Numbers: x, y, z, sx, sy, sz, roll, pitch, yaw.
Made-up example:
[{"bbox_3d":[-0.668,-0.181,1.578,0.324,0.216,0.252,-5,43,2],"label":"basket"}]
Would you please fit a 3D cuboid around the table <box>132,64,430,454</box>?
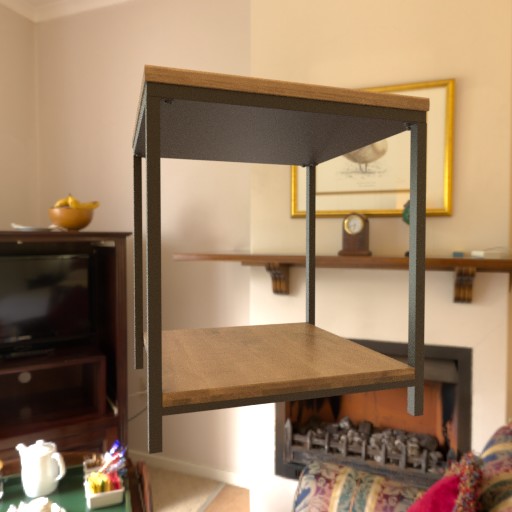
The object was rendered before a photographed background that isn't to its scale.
[{"bbox_3d":[0.000,0.000,0.983,0.507,0.589,0.503,-1,2,-18],"label":"table"}]
